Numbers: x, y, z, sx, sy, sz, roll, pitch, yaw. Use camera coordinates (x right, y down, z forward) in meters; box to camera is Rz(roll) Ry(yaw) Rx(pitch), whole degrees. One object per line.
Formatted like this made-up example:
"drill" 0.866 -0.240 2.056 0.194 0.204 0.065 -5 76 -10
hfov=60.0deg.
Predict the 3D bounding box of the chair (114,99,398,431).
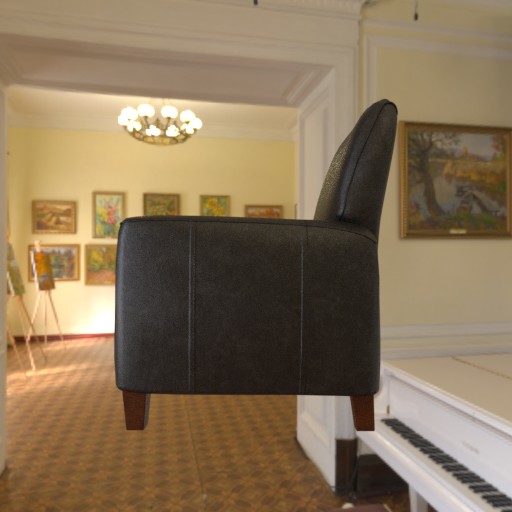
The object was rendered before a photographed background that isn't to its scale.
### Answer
"chair" 0.000 0.000 1.652 0.864 1.014 0.848 0 0 1
